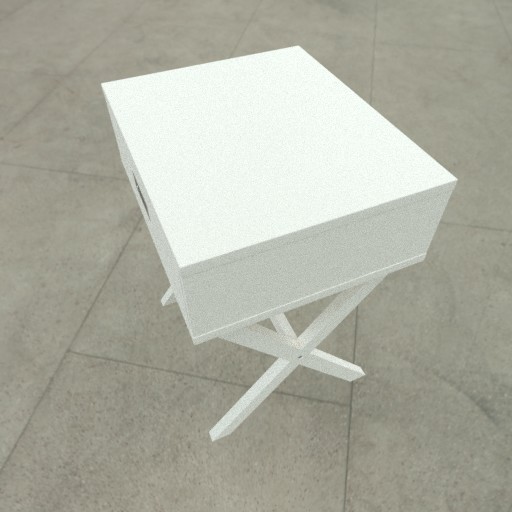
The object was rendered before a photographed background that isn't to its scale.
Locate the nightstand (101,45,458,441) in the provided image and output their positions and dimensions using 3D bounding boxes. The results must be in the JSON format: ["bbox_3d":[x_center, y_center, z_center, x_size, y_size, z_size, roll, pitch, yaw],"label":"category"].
[{"bbox_3d":[0.000,0.000,0.937,0.402,0.623,0.479,-18,50,-16],"label":"nightstand"}]
